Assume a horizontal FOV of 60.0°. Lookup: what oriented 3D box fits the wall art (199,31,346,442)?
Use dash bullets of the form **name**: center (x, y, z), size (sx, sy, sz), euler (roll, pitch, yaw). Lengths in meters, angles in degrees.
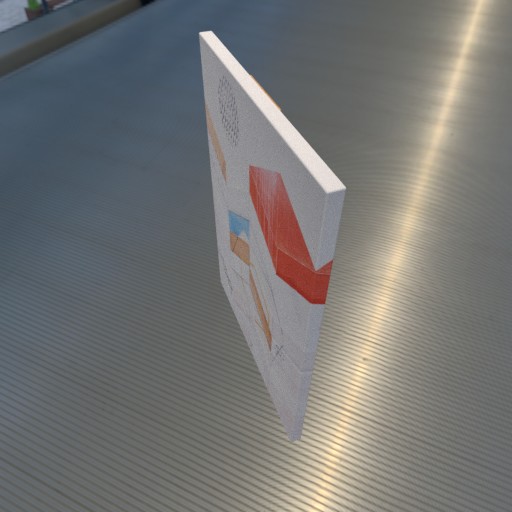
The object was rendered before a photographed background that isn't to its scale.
- **wall art**: center (0.000, 0.000, 1.093), size (0.036, 0.848, 0.613), euler (-16, 48, -14)
